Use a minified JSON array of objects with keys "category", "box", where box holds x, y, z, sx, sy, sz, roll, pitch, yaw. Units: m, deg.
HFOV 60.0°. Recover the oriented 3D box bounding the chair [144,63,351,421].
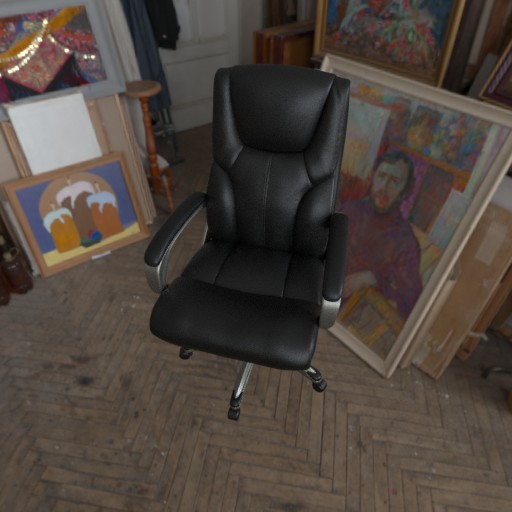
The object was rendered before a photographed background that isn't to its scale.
[{"category":"chair","box":[0.000,0.000,1.621,0.663,1.155,0.739,10,40,12]}]
